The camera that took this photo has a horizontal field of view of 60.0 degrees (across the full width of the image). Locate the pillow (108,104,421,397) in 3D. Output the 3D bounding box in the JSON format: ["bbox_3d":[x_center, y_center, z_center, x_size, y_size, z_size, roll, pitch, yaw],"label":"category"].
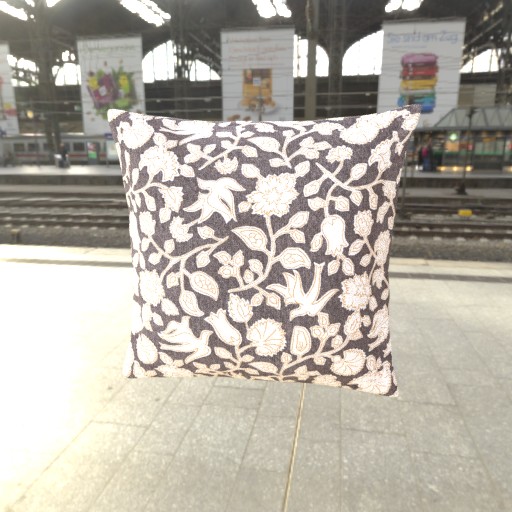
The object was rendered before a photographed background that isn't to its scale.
[{"bbox_3d":[0.000,0.000,0.788,0.526,0.507,0.166,2,13,8],"label":"pillow"}]
